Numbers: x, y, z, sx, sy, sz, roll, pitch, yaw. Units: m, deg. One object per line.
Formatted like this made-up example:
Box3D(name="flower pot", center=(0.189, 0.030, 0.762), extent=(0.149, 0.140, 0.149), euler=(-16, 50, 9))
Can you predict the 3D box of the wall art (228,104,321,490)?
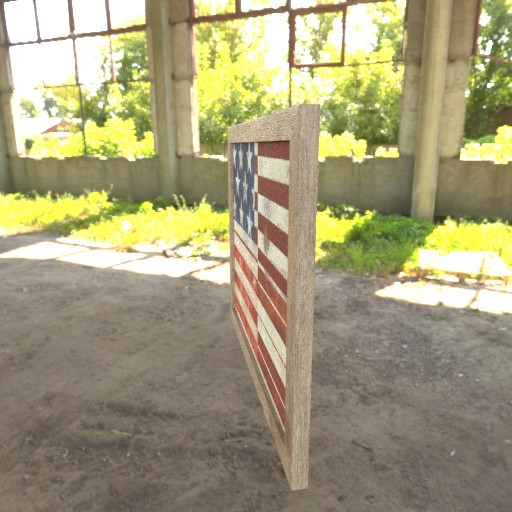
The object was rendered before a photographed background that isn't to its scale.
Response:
Box3D(name="wall art", center=(0.000, 0.000, 0.912), extent=(0.026, 0.535, 0.690), euler=(-3, 14, -10))
